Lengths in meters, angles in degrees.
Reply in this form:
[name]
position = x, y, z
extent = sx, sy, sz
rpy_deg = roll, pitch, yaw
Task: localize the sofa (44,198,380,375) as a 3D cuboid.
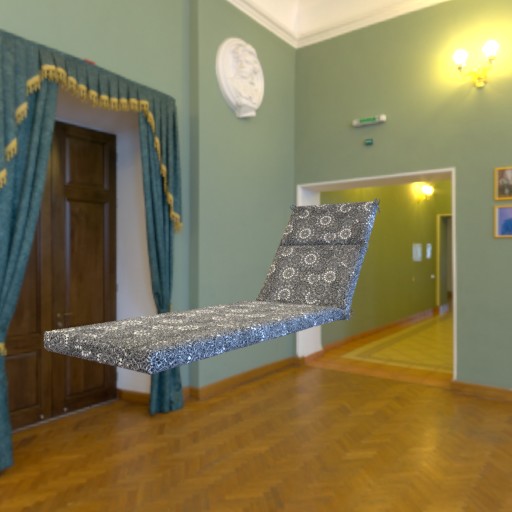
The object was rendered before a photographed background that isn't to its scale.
[sofa]
position = 0.000, 0.000, 1.950
extent = 0.582, 0.622, 1.663
rpy_deg = 0, 1, 35
